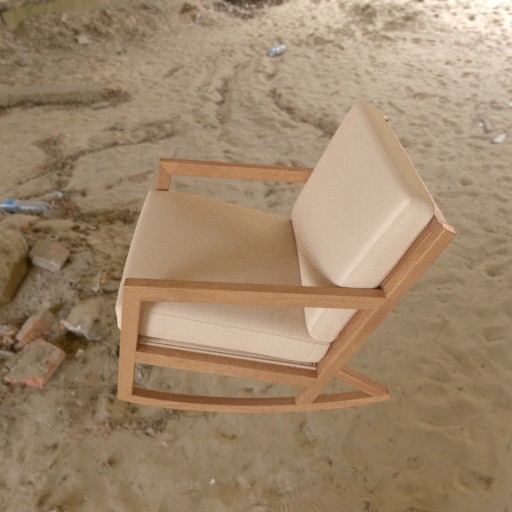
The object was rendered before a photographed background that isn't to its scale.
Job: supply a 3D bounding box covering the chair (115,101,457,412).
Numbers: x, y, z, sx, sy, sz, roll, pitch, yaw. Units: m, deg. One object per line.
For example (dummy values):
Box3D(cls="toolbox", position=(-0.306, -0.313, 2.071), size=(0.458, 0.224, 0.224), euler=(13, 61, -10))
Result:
Box3D(cls="chair", position=(0.000, 0.000, 1.396), size=(0.857, 0.790, 0.622), euler=(-1, 41, -1))
